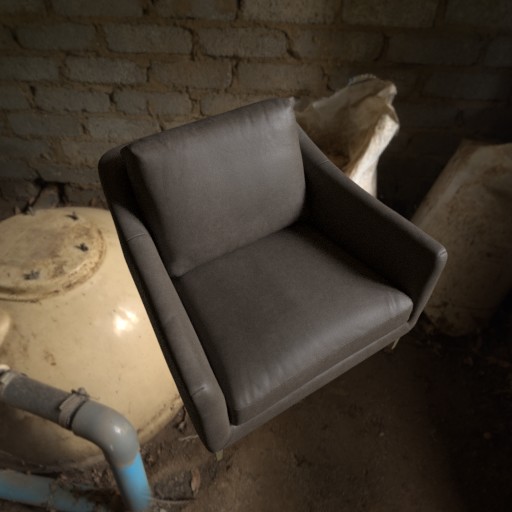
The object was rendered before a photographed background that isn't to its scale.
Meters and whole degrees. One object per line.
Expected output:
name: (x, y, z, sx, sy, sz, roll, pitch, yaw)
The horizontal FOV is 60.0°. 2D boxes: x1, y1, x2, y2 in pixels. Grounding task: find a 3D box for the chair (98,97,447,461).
chair: (0.000, 0.000, 1.694, 0.988, 0.901, 0.961, -25, 51, -22)
